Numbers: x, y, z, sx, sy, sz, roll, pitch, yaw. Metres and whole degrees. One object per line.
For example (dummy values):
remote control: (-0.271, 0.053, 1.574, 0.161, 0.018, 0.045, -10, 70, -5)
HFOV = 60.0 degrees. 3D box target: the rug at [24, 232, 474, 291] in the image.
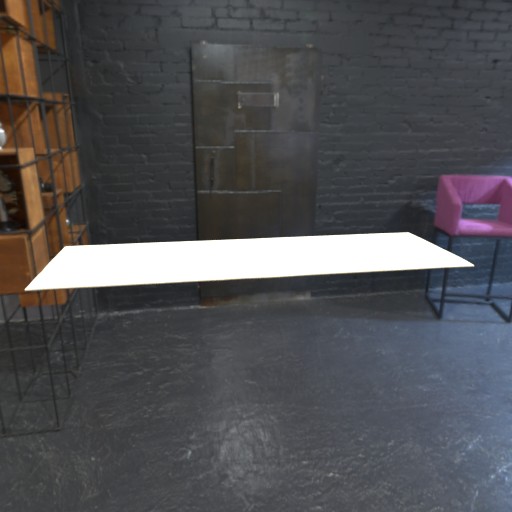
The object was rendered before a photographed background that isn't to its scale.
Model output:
rug: (0.000, 0.000, 2.748, 2.450, 0.014, 0.793, -3, 17, -9)
